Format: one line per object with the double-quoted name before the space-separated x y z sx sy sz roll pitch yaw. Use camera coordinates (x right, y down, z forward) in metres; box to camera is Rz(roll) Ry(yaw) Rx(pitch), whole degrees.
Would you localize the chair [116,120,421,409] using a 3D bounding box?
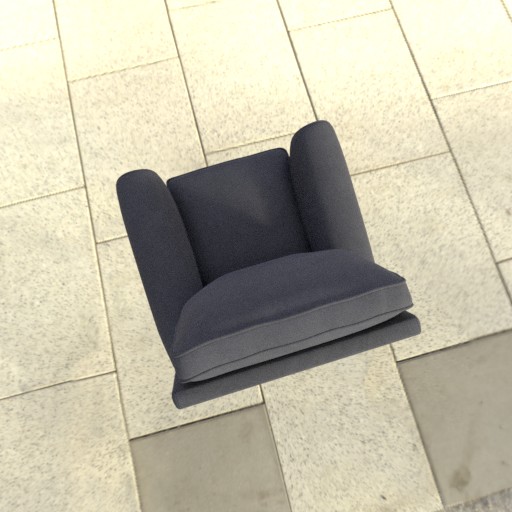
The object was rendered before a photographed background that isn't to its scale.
"chair" 0.000 0.000 1.682 0.890 0.961 0.878 -16 76 -4
